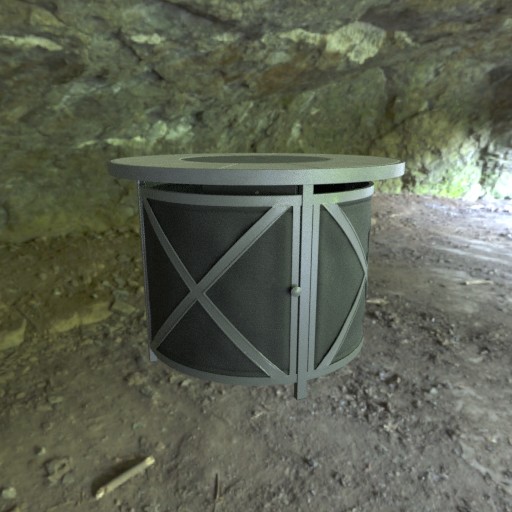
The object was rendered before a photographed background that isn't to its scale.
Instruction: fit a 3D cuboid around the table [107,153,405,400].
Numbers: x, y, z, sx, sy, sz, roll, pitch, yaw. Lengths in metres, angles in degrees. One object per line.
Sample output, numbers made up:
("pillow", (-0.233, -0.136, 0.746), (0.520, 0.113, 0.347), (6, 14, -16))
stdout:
("table", (0.000, 0.000, 1.513), (0.914, 0.650, 0.914), (0, 15, 0))
